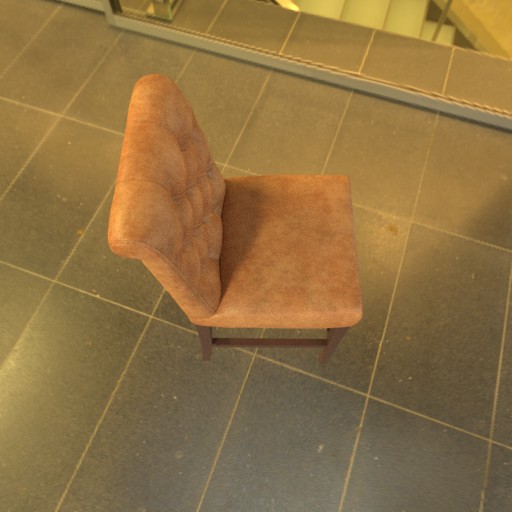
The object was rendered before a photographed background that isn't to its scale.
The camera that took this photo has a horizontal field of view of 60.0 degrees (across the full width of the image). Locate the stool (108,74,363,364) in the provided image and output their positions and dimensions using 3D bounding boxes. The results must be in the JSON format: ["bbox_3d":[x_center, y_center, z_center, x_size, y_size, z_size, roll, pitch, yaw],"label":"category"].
[{"bbox_3d":[0.000,0.000,1.412,0.601,1.047,0.493,0,64,0],"label":"stool"}]
